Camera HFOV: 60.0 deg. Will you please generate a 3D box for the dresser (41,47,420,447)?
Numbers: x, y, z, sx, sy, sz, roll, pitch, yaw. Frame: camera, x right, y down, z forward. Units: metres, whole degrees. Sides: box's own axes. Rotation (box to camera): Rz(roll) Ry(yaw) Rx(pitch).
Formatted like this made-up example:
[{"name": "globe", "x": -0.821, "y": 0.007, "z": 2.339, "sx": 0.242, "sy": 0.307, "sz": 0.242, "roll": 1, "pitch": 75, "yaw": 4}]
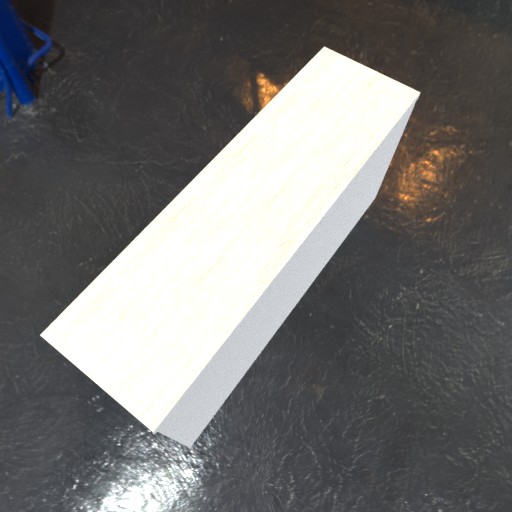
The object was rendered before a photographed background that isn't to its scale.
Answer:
[{"name": "dresser", "x": 0.000, "y": 0.000, "z": 1.906, "sx": 0.457, "sy": 0.914, "sz": 1.524, "roll": 33, "pitch": 68, "yaw": 16}]
